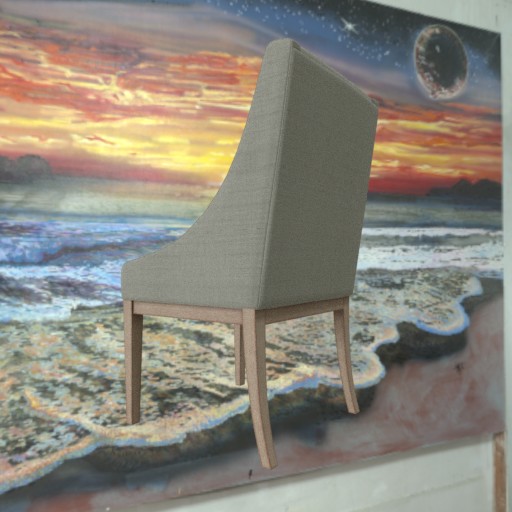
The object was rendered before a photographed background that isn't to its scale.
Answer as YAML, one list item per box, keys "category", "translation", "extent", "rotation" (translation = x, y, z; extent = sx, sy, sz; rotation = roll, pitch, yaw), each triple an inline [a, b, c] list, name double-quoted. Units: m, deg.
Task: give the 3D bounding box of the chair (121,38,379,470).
- category: "chair"
  translation: [0.000, 0.000, 1.400]
  extent: [0.611, 1.021, 0.575]
  rotation: [0, -1, 37]
